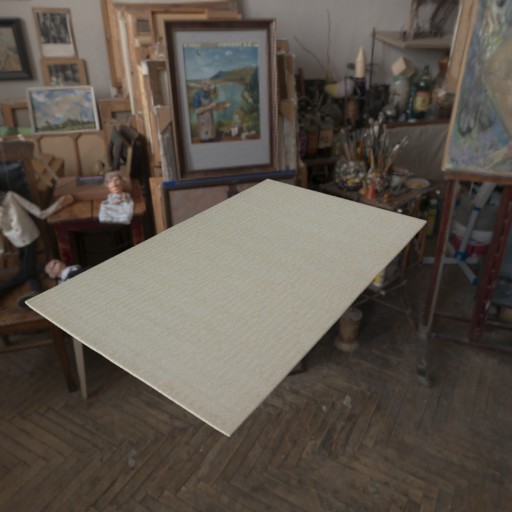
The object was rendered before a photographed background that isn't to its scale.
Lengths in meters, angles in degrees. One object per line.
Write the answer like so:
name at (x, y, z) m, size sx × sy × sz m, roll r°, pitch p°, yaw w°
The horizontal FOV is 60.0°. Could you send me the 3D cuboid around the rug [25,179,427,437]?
rug at (0.000, 0.000, 3.001) m, size 1.531 × 0.014 × 2.441 m, roll 21°, pitch 36°, yaw 31°
